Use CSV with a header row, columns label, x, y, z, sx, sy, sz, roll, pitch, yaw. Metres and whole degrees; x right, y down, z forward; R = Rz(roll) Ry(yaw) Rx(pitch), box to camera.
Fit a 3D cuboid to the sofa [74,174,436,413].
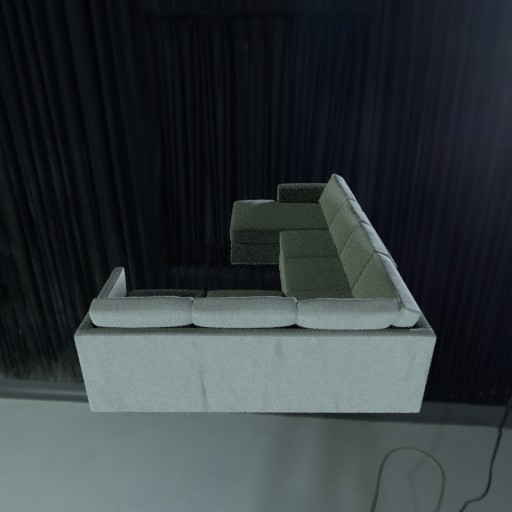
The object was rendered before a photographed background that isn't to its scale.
label,x,y,z,sx,sy,sz,roll,pitch,yaw
sofa,0.000,0.000,4.576,2.440,0.869,3.434,0,26,0
